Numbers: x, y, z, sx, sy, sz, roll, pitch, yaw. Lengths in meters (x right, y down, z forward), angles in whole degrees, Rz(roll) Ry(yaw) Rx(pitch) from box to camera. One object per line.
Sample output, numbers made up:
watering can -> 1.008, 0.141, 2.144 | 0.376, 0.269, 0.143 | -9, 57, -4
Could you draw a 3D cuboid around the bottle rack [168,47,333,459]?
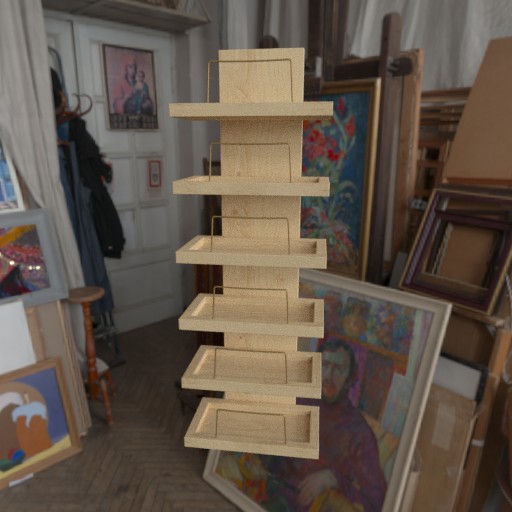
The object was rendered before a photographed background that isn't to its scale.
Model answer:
bottle rack -> 0.000, 0.000, 1.062 | 0.330, 0.943, 0.206 | 2, 15, 8
